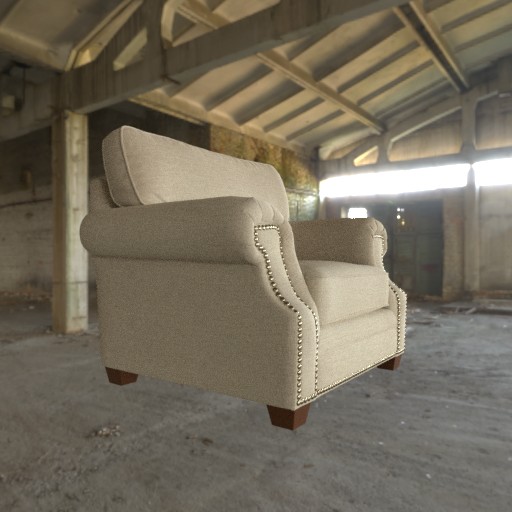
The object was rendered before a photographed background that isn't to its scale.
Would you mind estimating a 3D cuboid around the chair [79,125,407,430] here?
[{"bbox_3d":[0.000,0.000,1.824,0.965,0.961,1.092,0,-1,36],"label":"chair"}]
